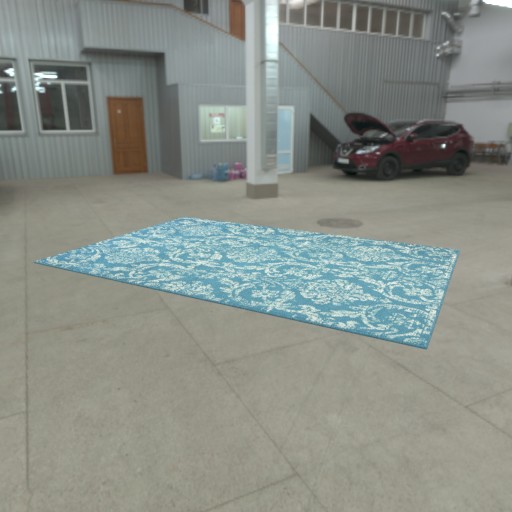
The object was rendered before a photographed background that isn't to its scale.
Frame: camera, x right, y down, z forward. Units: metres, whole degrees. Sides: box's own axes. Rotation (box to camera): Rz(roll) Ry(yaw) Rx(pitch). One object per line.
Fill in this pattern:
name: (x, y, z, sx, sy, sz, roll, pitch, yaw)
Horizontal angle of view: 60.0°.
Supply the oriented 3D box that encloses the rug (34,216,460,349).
rug: (0.000, 0.000, 3.412, 2.746, 0.018, 1.816, 9, 19, 27)
